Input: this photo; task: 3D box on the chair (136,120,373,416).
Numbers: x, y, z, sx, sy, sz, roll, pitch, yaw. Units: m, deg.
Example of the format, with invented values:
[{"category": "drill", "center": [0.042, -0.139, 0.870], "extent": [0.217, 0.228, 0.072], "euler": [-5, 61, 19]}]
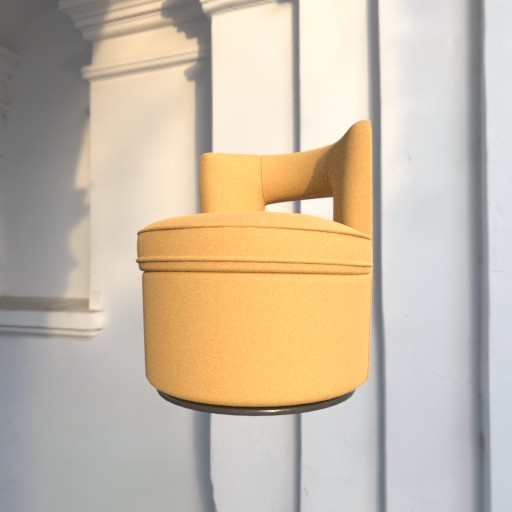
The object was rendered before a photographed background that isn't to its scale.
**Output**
[{"category": "chair", "center": [0.000, 0.000, 1.260], "extent": [0.650, 0.723, 0.665], "euler": [-1, -2, 37]}]
